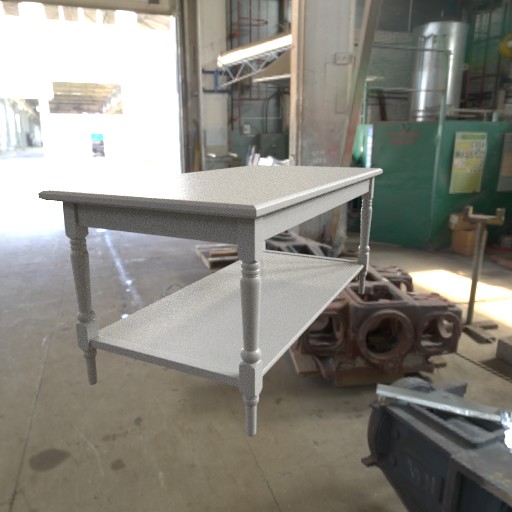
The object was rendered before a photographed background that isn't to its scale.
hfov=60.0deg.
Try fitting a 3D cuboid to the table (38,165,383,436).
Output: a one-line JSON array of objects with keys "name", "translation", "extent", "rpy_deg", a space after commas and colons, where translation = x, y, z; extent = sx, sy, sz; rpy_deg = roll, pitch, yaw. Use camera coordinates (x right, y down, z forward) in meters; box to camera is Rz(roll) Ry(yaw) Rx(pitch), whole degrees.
[{"name": "table", "translation": [0.000, 0.000, 1.424], "extent": [0.551, 0.506, 1.109], "rpy_deg": [7, 17, 25]}]
